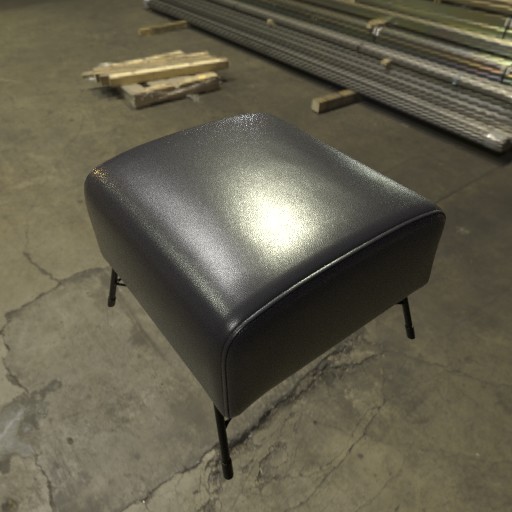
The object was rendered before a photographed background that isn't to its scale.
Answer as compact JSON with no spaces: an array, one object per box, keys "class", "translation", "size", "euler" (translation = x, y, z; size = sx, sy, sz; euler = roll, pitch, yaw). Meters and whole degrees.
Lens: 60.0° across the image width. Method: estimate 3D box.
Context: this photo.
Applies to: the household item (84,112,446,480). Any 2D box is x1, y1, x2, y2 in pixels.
[{"class":"household item","translation":[0.000,0.000,0.924],"size":[0.530,0.410,0.530],"euler":[-27,48,-27]}]
